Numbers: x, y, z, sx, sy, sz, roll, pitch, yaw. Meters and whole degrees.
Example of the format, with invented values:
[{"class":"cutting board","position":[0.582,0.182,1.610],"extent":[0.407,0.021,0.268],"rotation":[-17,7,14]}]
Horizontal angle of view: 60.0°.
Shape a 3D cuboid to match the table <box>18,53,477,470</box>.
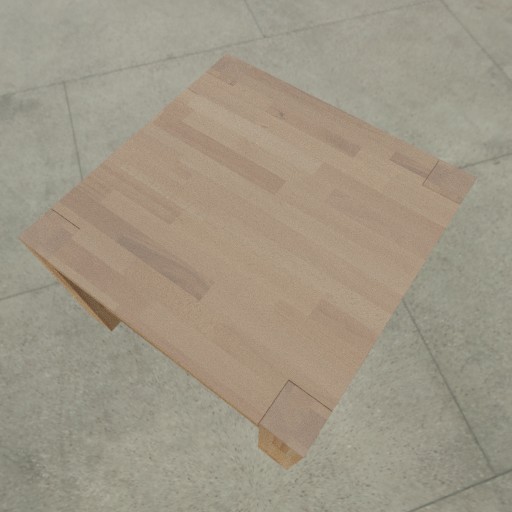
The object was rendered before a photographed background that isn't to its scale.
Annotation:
[{"class":"table","position":[0.000,0.000,1.143],"extent":[0.700,0.451,0.700],"rotation":[33,67,16]}]
